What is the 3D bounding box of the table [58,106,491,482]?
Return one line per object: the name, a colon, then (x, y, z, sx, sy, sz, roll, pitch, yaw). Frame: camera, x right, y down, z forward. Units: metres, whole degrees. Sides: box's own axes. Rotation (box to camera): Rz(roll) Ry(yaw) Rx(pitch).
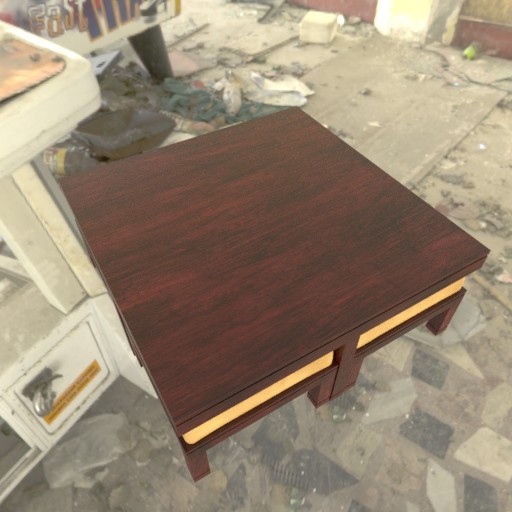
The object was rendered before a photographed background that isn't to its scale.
table: (0.000, 0.000, 1.350, 0.865, 0.356, 0.865, -23, 51, -21)
